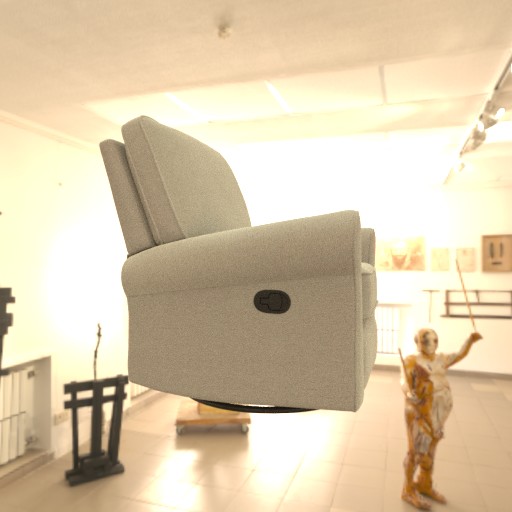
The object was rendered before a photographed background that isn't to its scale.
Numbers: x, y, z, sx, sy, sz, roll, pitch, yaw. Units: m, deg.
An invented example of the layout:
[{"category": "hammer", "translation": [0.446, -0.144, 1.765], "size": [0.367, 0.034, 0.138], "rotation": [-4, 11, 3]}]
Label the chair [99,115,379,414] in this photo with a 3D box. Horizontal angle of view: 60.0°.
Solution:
[{"category": "chair", "translation": [0.000, 0.000, 1.676], "size": [0.878, 0.960, 0.890], "rotation": [0, 0, 18]}]
